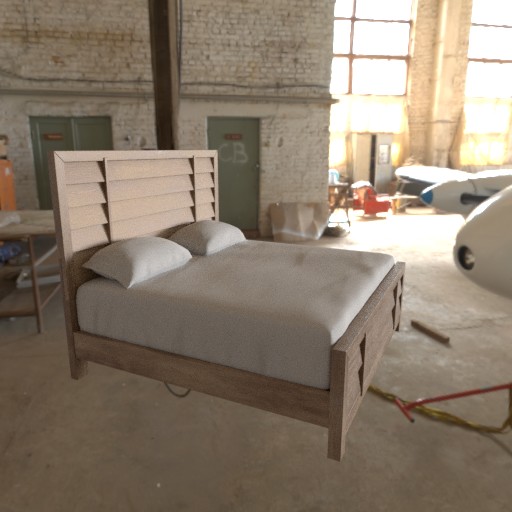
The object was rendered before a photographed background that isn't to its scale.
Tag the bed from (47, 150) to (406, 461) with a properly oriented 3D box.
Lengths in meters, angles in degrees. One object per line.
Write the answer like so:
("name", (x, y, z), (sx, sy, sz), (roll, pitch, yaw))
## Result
("bed", (0.000, 0.000, 3.512), (2.032, 1.626, 2.032), (7, 15, 25))
